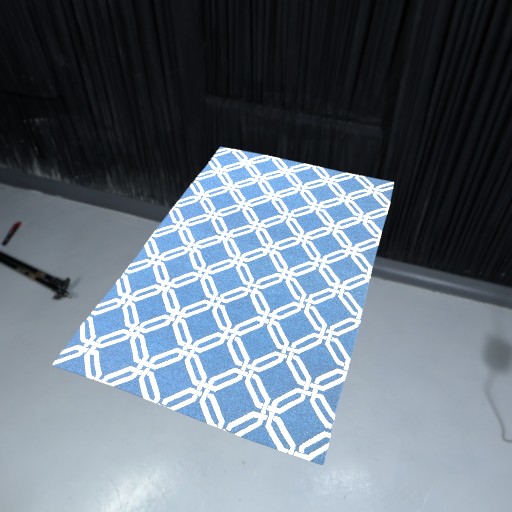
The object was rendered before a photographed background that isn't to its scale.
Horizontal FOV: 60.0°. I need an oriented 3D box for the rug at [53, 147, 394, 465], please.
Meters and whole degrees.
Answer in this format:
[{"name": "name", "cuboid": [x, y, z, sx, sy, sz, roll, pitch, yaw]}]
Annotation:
[{"name": "rug", "cuboid": [0.000, 0.000, 2.248, 1.153, 0.010, 1.755, 15, 48, 14]}]
